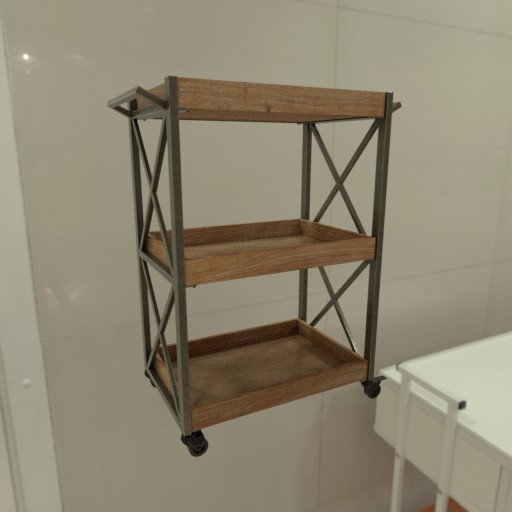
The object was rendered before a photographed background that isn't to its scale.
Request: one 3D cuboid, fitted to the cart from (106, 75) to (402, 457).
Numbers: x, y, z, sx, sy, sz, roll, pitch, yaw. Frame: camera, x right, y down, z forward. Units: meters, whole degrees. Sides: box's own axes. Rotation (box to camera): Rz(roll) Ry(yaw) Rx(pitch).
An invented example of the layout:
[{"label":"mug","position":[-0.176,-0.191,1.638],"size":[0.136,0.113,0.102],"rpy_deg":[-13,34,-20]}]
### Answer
[{"label":"cart","position":[0.000,0.000,1.208],"size":[0.673,0.835,0.377],"rpy_deg":[-7,15,-27]}]
